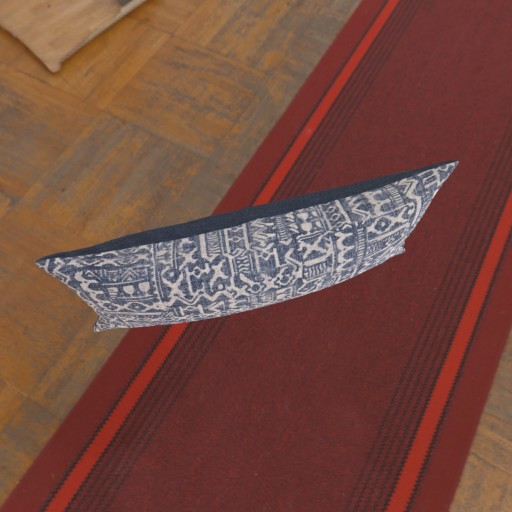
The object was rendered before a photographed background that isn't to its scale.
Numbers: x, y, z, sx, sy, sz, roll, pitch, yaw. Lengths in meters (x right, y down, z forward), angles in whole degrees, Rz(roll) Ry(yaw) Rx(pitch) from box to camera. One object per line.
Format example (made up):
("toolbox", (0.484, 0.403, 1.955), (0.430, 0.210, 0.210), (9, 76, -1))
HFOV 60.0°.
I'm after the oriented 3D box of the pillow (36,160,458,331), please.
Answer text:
("pillow", (0.000, 0.000, 0.741), (0.631, 0.292, 0.148), (-14, 65, -7))
